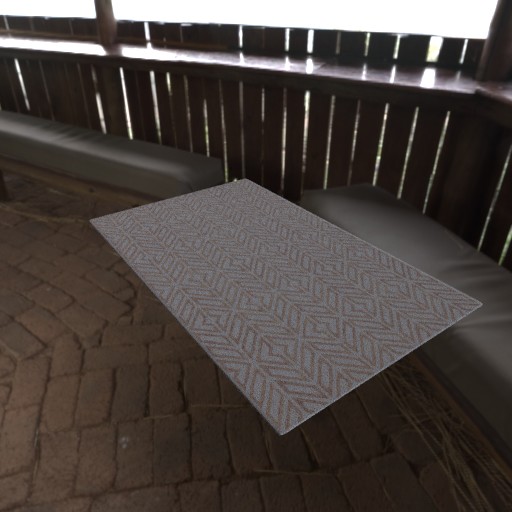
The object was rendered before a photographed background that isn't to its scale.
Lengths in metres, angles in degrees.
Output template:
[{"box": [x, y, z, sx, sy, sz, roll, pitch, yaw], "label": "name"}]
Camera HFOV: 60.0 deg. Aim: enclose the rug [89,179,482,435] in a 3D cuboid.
[{"box": [0.000, 0.000, 3.054, 1.523, 0.008, 2.438, -21, 37, -30], "label": "rug"}]
